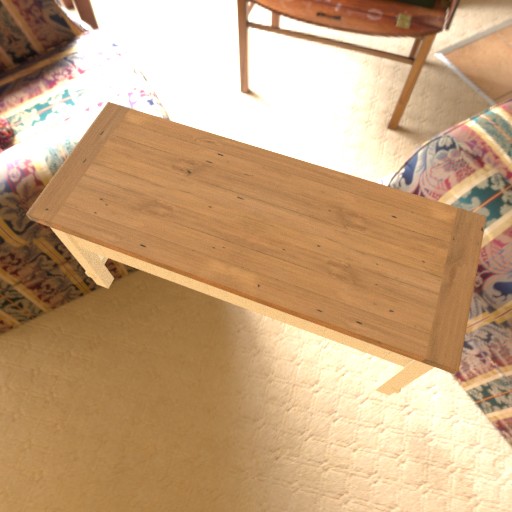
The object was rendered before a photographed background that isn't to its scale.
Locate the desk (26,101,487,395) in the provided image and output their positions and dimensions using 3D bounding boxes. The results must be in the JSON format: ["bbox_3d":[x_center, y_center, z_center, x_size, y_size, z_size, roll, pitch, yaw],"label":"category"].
[{"bbox_3d":[0.000,0.000,2.197,1.803,0.762,0.688,19,65,9],"label":"desk"}]
